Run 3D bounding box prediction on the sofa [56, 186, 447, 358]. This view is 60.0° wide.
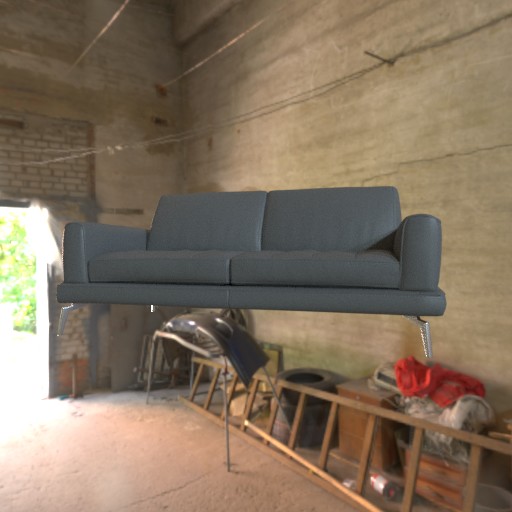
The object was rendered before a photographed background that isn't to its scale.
[{"bbox_3d":[0.000,0.000,2.824,2.177,0.930,1.121,0,0,16],"label":"sofa"}]
